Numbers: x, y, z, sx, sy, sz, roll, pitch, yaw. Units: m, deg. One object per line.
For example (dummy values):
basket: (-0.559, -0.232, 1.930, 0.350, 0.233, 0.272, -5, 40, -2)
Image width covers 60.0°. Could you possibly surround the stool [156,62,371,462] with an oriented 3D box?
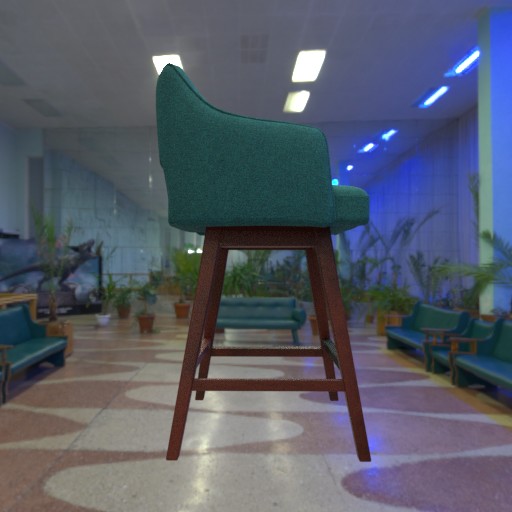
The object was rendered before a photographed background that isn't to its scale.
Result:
stool: (0.000, 0.000, 1.272, 0.556, 0.961, 0.548, 0, -1, 1)
